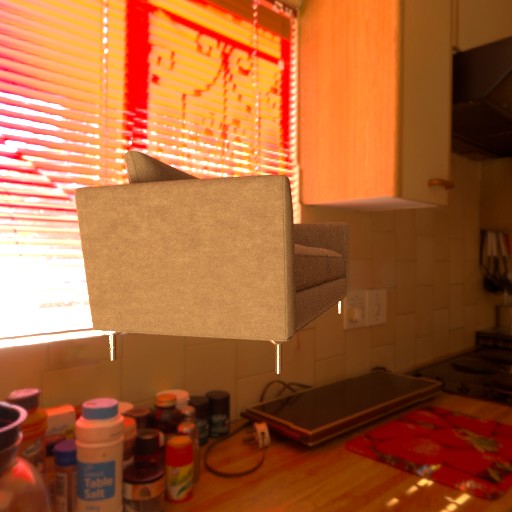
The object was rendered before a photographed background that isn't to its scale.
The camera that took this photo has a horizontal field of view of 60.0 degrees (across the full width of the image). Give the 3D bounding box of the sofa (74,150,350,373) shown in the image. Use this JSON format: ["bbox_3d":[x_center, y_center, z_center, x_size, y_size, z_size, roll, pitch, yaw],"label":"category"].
[{"bbox_3d":[0.000,0.000,2.609,0.889,0.864,2.121,0,-1,17],"label":"sofa"}]
